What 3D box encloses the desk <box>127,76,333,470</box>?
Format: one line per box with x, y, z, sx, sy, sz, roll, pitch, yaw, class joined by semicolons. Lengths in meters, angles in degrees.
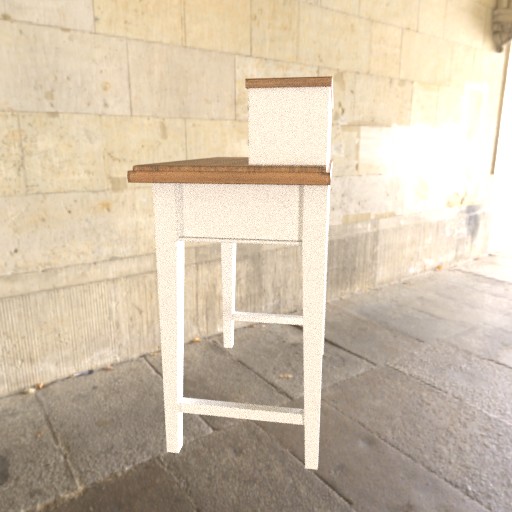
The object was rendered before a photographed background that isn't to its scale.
0.000;0.000;1.439;0.462;0.981;0.814;2;14;9;desk
